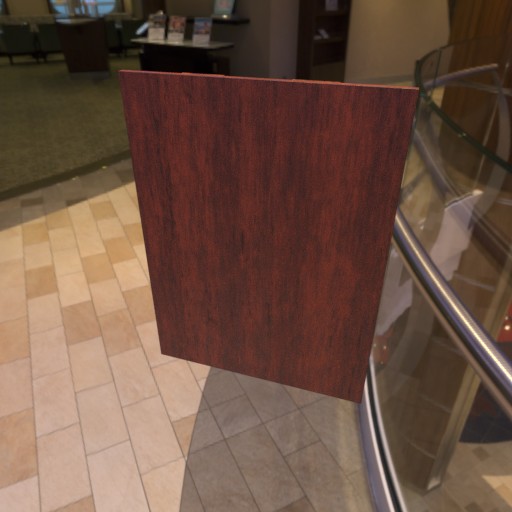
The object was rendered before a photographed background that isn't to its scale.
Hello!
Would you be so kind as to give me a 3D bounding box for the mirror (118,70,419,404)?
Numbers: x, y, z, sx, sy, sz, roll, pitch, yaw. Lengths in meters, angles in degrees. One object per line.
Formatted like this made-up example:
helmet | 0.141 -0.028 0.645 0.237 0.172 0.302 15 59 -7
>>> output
mirror | 0.000 0.000 1.066 0.600 0.805 0.021 10 33 15
